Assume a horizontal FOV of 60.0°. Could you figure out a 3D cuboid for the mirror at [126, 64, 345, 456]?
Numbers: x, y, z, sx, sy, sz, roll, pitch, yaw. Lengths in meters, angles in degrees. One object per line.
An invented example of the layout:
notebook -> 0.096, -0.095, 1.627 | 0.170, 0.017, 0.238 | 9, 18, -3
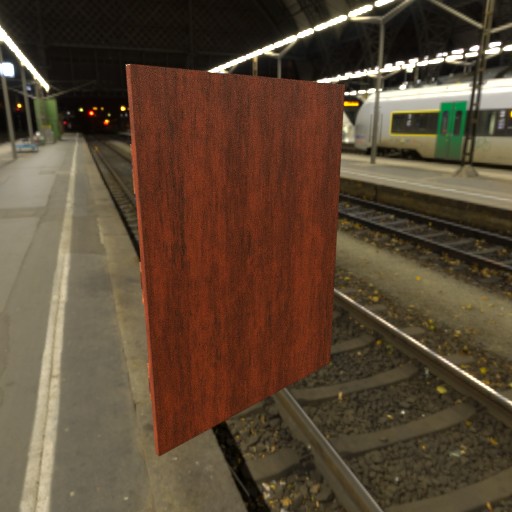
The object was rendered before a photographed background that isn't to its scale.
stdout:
mirror -> 0.000, 0.000, 1.069 | 0.600, 0.805, 0.021 | -14, 22, -40
